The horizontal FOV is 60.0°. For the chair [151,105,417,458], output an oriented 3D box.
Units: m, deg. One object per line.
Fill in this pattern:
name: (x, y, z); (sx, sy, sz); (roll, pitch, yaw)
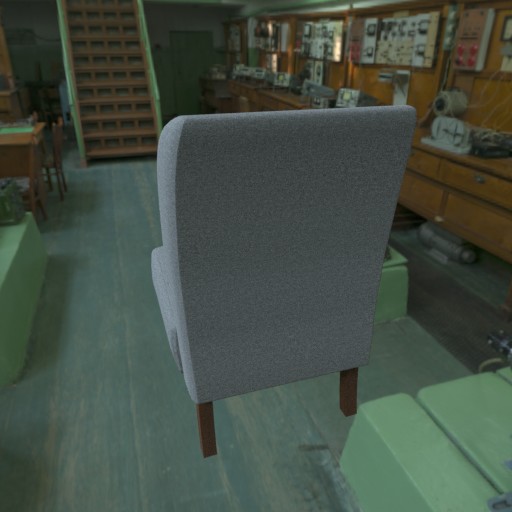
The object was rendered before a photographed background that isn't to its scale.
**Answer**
chair: (0.000, 0.000, 1.163); (0.513, 0.804, 0.592); (-9, 27, -18)
